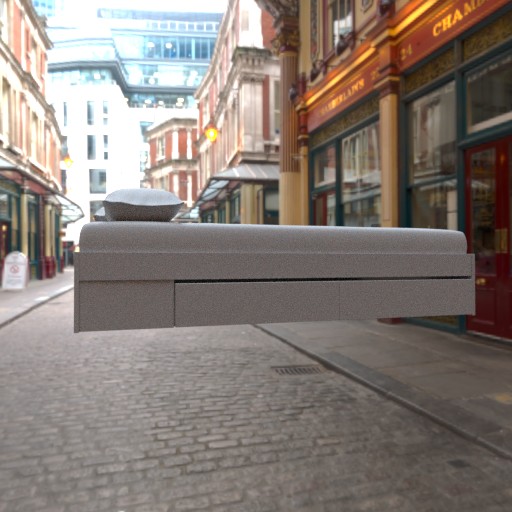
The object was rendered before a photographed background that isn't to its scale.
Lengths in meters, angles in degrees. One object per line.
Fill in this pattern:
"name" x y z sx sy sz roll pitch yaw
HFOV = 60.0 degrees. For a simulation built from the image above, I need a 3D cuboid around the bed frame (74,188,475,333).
"bed frame" 0.000 0.000 2.718 1.950 0.629 1.450 0 -1 -17
